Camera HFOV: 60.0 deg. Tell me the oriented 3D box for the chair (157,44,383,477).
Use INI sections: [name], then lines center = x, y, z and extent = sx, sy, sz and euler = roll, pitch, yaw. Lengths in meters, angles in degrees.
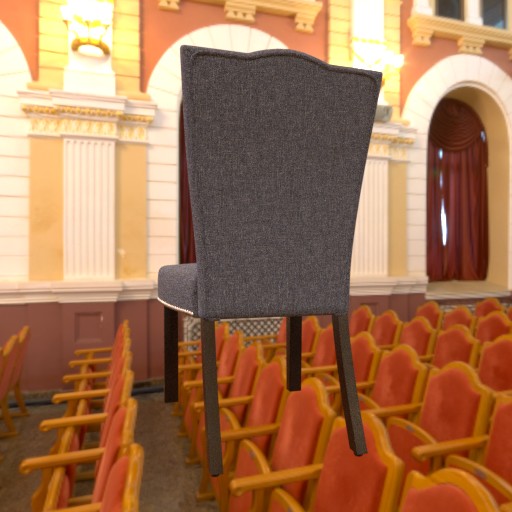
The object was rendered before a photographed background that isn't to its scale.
[chair]
center = 0.000, 0.000, 1.267
extent = 0.518, 0.946, 0.589
euler = 0, 0, -16
